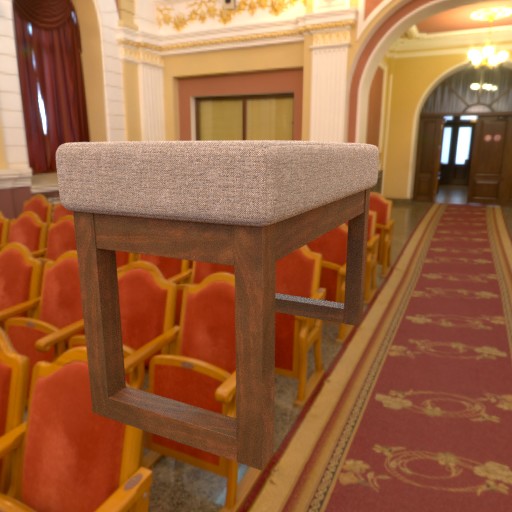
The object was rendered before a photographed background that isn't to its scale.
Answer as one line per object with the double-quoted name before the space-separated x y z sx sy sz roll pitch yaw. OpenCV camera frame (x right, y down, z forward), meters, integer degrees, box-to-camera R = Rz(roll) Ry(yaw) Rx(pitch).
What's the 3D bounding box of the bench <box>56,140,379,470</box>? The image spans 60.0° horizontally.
"bench" 0.000 0.000 0.941 0.366 0.467 0.681 7 15 25
